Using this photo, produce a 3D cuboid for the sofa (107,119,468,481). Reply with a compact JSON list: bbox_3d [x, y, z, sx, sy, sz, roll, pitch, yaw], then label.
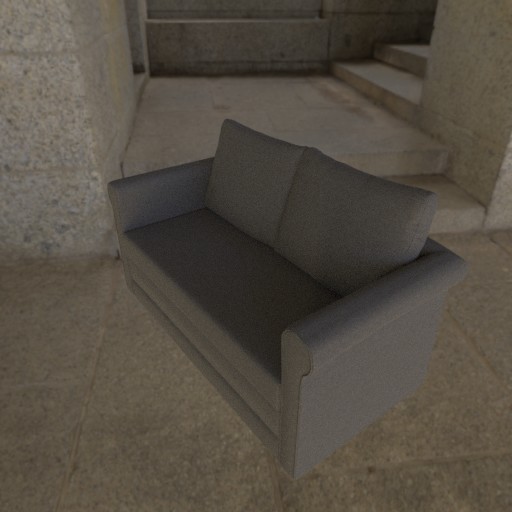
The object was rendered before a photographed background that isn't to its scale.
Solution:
[{"bbox_3d":[0.000,0.000,1.926,0.741,0.872,1.460,-21,37,-31],"label":"sofa"}]
